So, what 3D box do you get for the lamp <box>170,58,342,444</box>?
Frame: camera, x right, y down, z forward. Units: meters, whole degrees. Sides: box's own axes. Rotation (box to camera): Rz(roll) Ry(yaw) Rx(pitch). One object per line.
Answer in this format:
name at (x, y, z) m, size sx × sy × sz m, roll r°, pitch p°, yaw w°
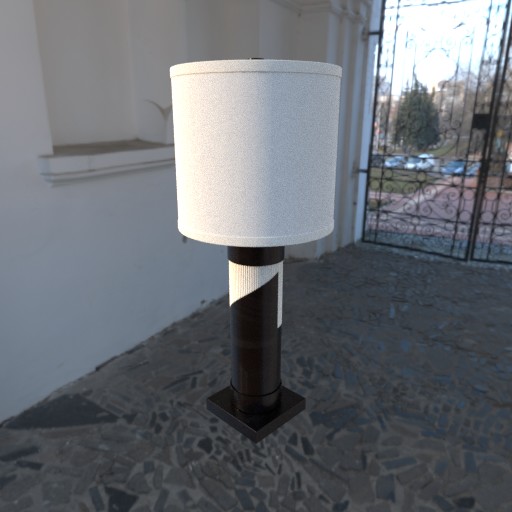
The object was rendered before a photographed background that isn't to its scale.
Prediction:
lamp at (0.000, 0.000, 0.624) m, size 0.211 × 0.509 × 0.211 m, roll 17°, pitch 24°, yaw 42°
